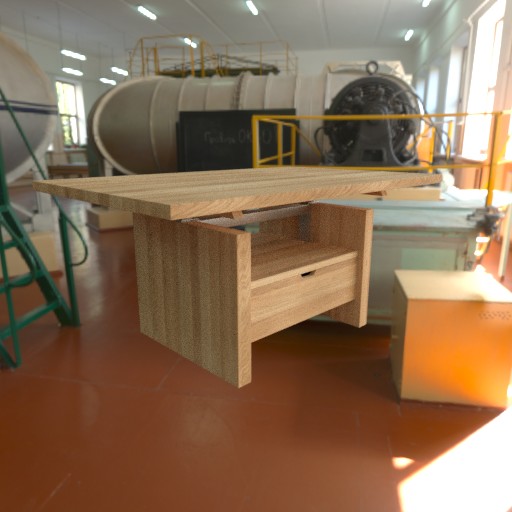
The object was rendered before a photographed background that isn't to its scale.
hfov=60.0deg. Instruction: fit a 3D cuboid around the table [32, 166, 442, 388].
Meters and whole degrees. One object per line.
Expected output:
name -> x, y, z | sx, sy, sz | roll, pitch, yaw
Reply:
table -> 0.000, 0.000, 1.453 | 1.100, 0.510, 0.700 | -14, 20, -42
